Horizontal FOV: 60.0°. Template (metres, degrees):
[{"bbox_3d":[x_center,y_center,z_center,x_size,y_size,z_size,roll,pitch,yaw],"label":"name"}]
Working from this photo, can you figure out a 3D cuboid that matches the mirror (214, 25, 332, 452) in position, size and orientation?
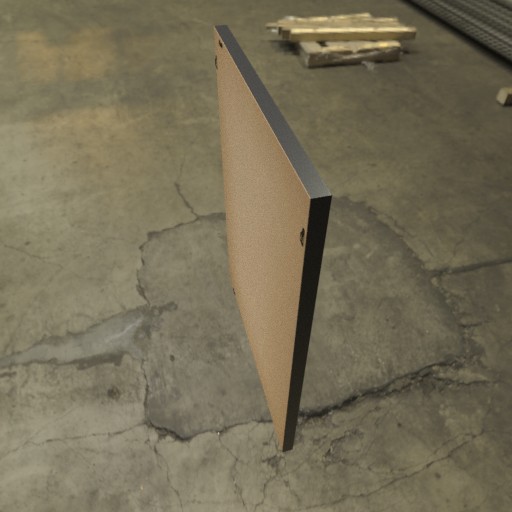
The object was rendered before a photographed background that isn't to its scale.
[{"bbox_3d":[0.000,0.000,1.295,0.040,1.016,0.762,-11,47,-10],"label":"mirror"}]
